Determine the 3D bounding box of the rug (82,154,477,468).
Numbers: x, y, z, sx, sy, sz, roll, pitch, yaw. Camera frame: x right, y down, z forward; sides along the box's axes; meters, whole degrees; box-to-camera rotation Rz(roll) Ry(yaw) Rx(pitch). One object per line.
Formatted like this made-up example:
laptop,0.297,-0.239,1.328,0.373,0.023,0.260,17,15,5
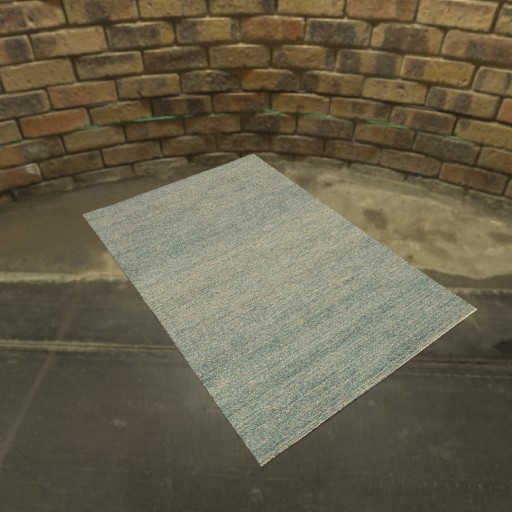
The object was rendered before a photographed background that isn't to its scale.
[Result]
rug,0.000,0.000,5.261,2.802,0.052,4.078,-25,47,-26
